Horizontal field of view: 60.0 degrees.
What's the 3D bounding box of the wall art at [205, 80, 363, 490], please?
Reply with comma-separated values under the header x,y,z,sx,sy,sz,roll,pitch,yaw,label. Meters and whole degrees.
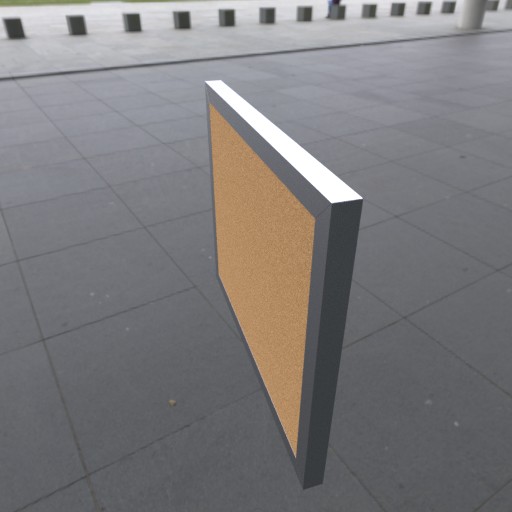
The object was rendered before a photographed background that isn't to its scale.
x,y,z,sx,sy,sz,roll,pitch,yaw,label
0.000,0.000,0.745,0.032,0.456,0.557,-9,34,-14,wall art
